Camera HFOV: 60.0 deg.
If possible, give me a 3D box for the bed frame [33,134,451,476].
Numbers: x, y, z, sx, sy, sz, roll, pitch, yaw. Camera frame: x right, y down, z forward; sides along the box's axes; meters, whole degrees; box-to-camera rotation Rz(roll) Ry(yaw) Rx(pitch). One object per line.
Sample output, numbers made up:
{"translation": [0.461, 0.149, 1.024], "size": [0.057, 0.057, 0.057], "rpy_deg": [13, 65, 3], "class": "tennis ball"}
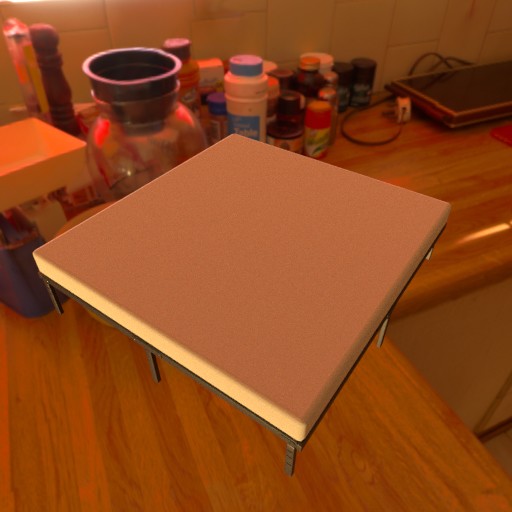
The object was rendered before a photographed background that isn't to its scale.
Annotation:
{"translation": [0.000, 0.000, 3.953], "size": [2.526, 0.680, 2.635], "rpy_deg": [25, 47, 26], "class": "bed frame"}
